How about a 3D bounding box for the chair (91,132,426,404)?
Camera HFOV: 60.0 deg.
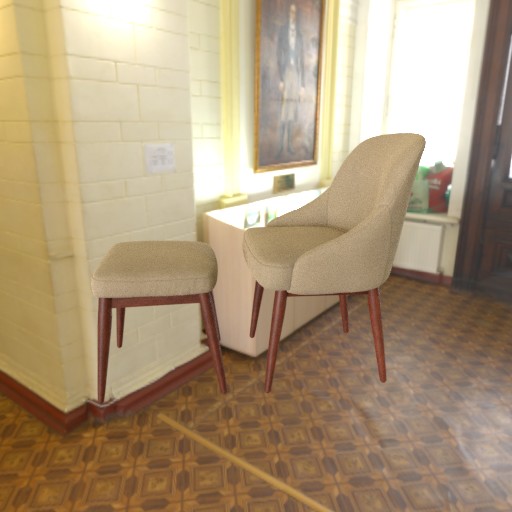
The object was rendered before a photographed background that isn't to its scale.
[{"bbox_3d":[0.000,0.000,1.616,1.114,0.866,0.584,-2,16,-7],"label":"chair"}]
